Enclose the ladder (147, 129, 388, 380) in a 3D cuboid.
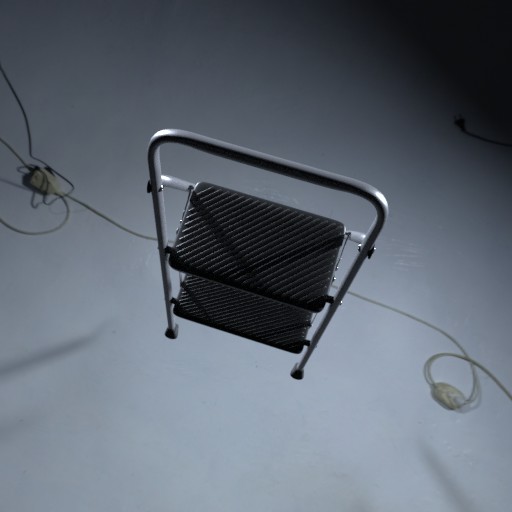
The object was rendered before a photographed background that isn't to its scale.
[{"bbox_3d":[0.000,0.000,1.006,0.430,0.720,0.472,17,77,4],"label":"ladder"}]
